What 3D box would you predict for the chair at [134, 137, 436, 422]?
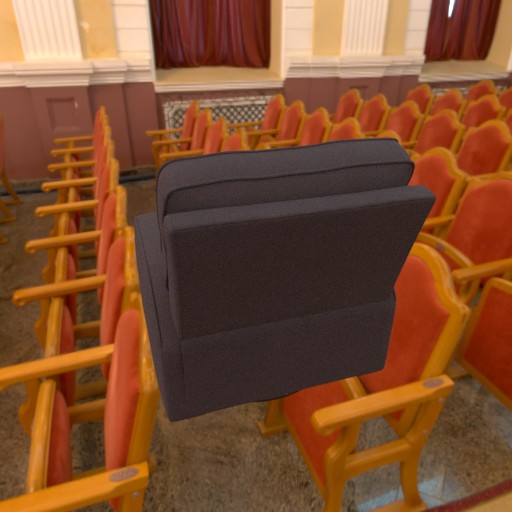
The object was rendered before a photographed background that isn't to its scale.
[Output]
[{"bbox_3d":[0.000,0.000,1.683,0.861,0.962,0.964,-9,28,-16],"label":"chair"}]
